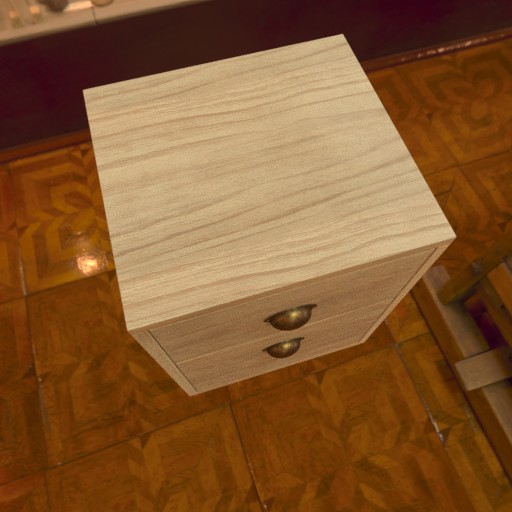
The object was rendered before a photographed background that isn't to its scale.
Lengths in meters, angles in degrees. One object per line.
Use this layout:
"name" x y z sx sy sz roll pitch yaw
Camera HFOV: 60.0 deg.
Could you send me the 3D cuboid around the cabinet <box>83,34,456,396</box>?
"cabinet" 0.000 0.000 0.854 0.409 0.579 0.401 -15 66 -7
